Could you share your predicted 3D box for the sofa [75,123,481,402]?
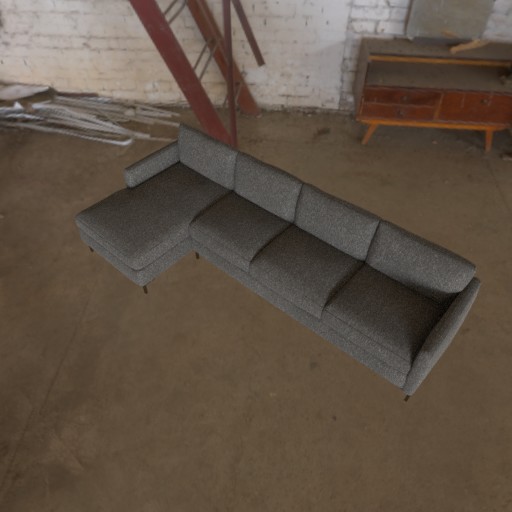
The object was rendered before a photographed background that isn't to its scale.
[{"bbox_3d":[0.000,0.000,3.417,2.932,0.810,1.350,32,54,27],"label":"sofa"}]
